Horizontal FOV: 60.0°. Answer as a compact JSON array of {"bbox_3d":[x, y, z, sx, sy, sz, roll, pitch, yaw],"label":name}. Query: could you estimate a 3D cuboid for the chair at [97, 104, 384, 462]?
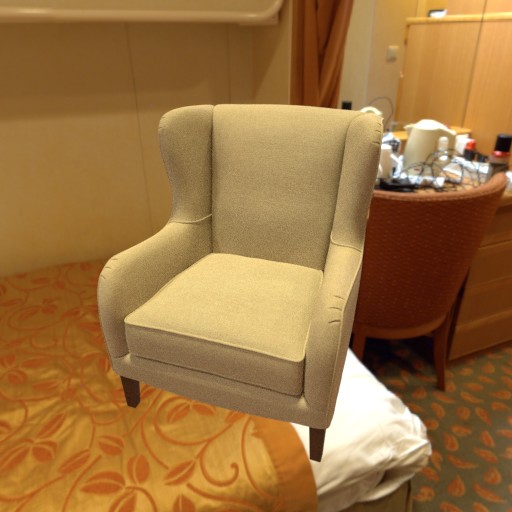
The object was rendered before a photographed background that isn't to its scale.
[{"bbox_3d":[0.000,0.000,1.741,0.838,1.040,0.966,9,28,17],"label":"chair"}]
